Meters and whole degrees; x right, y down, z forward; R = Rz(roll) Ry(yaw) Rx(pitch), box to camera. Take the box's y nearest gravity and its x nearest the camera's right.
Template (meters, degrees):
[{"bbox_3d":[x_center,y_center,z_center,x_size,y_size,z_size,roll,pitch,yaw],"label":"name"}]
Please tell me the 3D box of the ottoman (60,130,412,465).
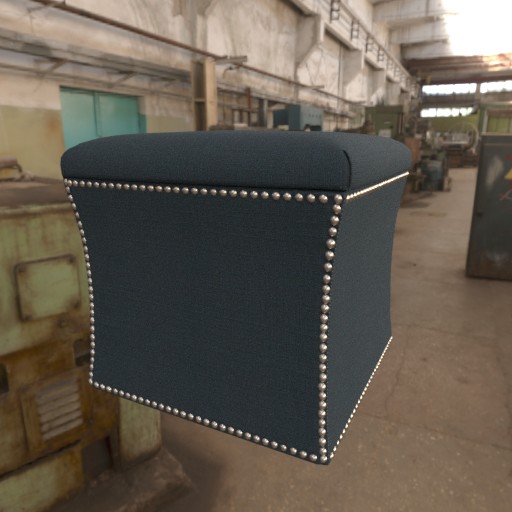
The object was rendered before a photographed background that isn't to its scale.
[{"bbox_3d":[0.000,0.000,0.872,0.507,0.475,0.497,8,17,26],"label":"ottoman"}]
